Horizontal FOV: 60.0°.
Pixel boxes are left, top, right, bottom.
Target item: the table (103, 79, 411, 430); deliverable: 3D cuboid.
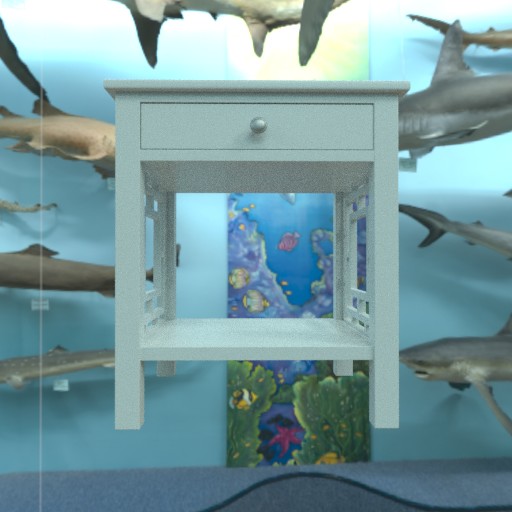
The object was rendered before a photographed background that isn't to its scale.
[{"bbox_3d":[0.000,0.000,1.025,0.564,0.646,0.451,0,0,-1],"label":"table"}]
